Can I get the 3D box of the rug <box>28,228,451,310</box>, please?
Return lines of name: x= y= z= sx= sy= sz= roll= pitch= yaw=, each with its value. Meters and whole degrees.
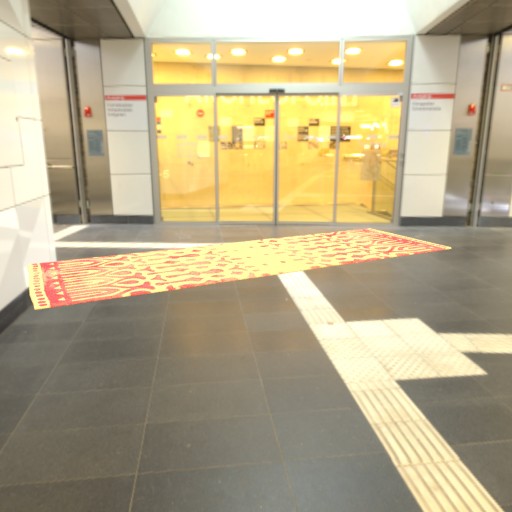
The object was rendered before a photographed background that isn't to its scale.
rug: x=0.000 y=0.000 z=2.671 sx=2.458 sy=0.011 sz=0.787 roll=-7 pitch=16 yaw=-26
